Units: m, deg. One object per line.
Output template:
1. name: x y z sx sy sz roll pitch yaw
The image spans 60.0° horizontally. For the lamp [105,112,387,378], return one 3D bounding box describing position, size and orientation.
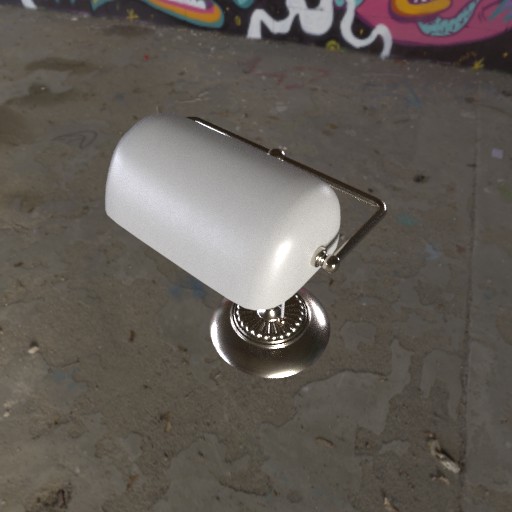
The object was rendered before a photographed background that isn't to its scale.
1. lamp: 0.000 0.000 0.521 0.264 0.339 0.243 31 53 27
